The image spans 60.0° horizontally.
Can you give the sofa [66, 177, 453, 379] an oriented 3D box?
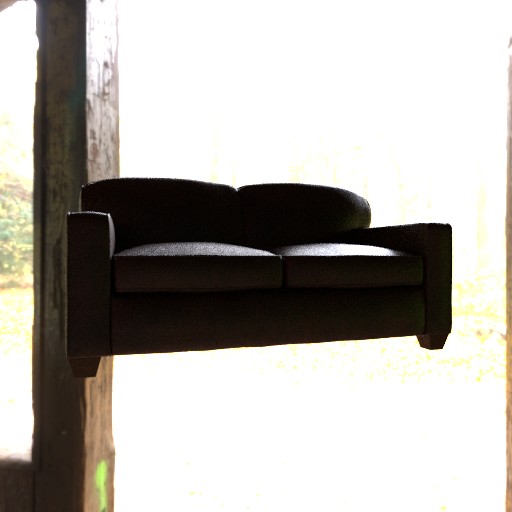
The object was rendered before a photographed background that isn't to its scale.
[{"bbox_3d":[0.000,0.000,2.422,1.856,0.966,1.000,0,0,-18],"label":"sofa"}]
